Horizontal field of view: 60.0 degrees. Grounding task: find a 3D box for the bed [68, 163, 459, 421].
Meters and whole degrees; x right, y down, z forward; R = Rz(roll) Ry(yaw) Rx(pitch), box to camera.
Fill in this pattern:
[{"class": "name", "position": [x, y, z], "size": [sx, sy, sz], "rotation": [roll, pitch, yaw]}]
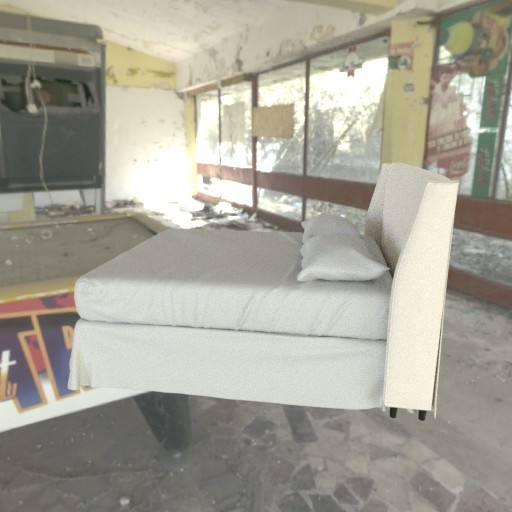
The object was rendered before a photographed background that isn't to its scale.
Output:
[{"class": "bed", "position": [0.000, 0.000, 3.323], "size": [2.276, 1.332, 1.925], "rotation": [2, 15, 9]}]
